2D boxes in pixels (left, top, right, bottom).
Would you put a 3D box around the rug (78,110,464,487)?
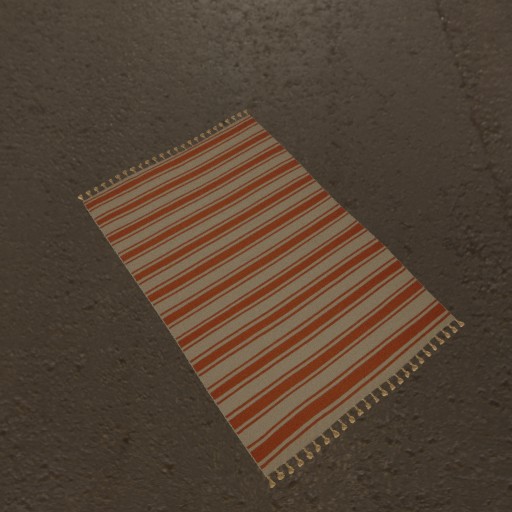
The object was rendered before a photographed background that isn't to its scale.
[{"bbox_3d":[0.000,0.000,3.073,1.556,0.022,2.433,-32,65,-17],"label":"rug"}]
